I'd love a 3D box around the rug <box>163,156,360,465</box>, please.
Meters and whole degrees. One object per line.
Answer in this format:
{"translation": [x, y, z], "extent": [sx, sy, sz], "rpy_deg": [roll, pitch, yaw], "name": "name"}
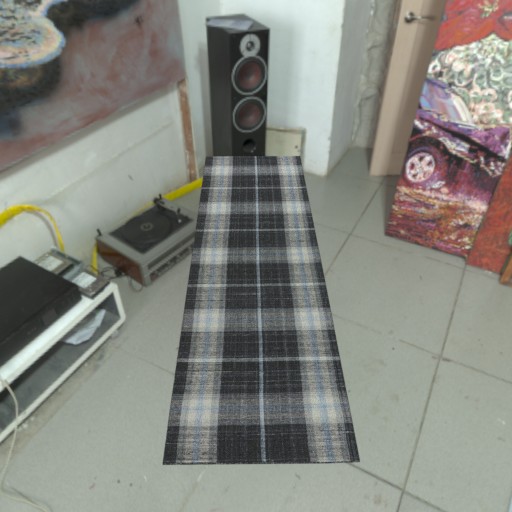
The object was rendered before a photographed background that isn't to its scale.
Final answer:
{"translation": [0.000, 0.000, 2.611], "extent": [0.760, 0.012, 2.434], "rpy_deg": [-1, 41, -1], "name": "rug"}
